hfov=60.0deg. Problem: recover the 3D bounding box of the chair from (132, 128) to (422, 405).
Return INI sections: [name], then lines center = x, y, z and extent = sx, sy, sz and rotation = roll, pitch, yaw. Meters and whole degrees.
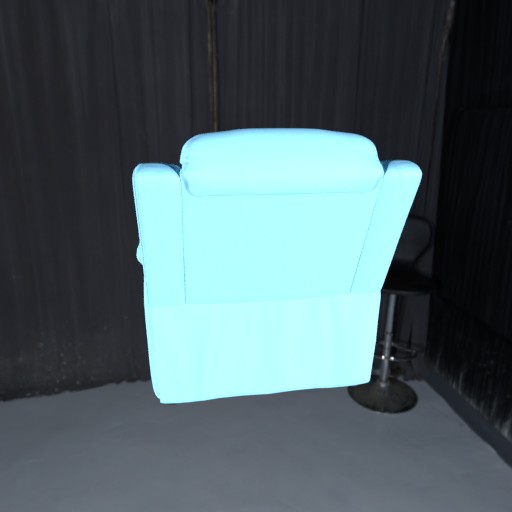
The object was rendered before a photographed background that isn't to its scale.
[chair]
center = 0.000, 0.000, 1.271
extent = 0.680, 0.702, 0.709
rotation = -3, 16, -10
